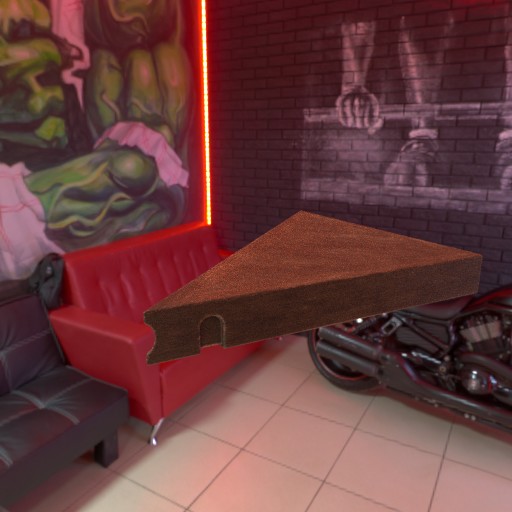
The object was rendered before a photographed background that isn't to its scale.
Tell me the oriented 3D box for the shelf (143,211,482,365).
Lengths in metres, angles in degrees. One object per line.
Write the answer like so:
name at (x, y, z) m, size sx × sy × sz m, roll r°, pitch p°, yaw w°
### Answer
shelf at (0.000, 0.000, 0.453) m, size 0.296 × 0.035 × 0.296 m, roll -7°, pitch 16°, yaw -26°
